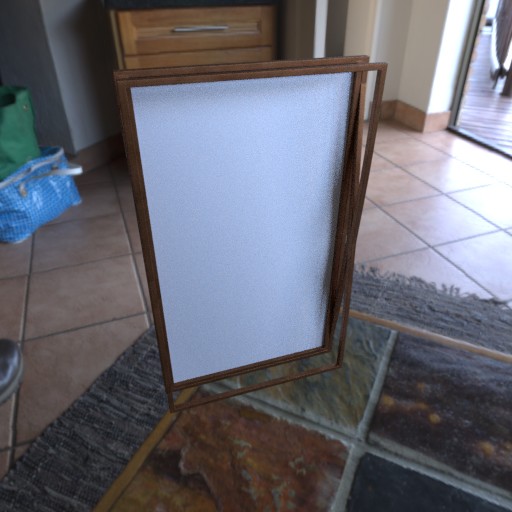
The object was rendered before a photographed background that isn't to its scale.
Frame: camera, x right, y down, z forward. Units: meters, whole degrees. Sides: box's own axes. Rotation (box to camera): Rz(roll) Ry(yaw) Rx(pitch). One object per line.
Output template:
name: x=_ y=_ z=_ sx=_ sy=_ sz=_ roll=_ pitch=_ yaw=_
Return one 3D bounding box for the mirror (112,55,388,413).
mirror: x=0.000 y=0.000 z=0.960 sx=0.468 sy=0.768 sz=0.082 roll=-10 pitch=34 yaw=-15
